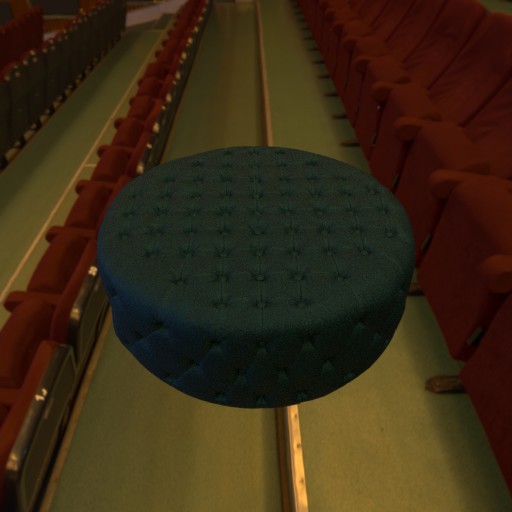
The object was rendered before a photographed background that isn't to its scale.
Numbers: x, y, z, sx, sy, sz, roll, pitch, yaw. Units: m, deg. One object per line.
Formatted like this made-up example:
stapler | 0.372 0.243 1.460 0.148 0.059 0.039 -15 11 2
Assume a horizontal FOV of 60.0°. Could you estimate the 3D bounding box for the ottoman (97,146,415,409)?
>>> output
ottoman | 0.000 0.000 1.504 0.998 0.398 0.998 0 40 0
